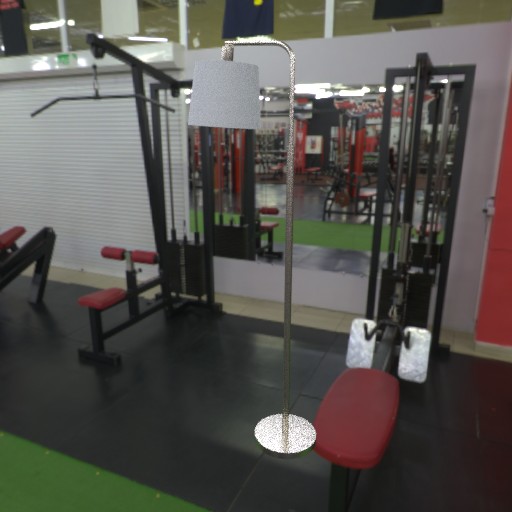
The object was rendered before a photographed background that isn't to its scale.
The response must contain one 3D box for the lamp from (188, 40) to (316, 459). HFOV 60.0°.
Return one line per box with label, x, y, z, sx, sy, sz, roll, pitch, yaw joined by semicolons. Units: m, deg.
lamp;0.000;0.000;1.641;0.508;1.478;0.254;7;17;26
